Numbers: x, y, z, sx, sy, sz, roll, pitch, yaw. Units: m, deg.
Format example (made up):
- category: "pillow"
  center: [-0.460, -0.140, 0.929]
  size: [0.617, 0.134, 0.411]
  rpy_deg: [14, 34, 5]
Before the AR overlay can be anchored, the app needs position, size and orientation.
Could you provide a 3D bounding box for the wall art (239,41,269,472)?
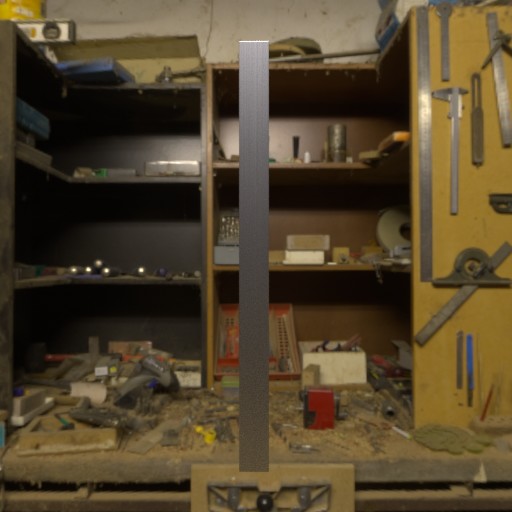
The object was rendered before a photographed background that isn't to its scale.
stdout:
- category: "wall art"
  center: [0.000, 0.000, 0.748]
  size: [0.032, 0.456, 0.557]
  rpy_deg: [0, 0, 0]
